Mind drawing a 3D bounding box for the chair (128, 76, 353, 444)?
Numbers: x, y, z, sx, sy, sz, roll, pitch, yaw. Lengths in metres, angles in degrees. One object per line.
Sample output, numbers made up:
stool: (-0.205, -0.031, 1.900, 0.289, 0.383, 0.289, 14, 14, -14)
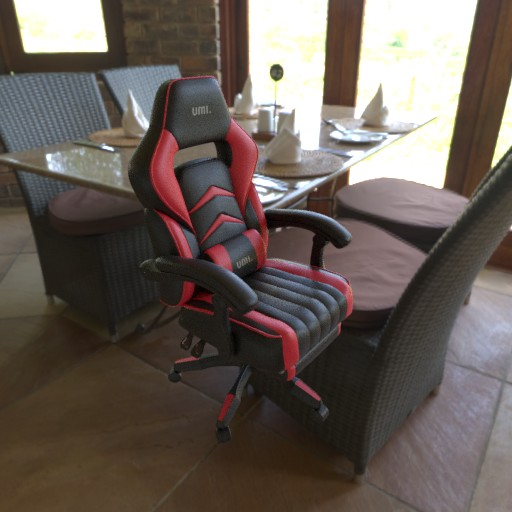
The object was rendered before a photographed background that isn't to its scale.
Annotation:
chair: (0.000, 0.000, 1.656, 0.700, 1.220, 0.700, 19, 32, 34)
